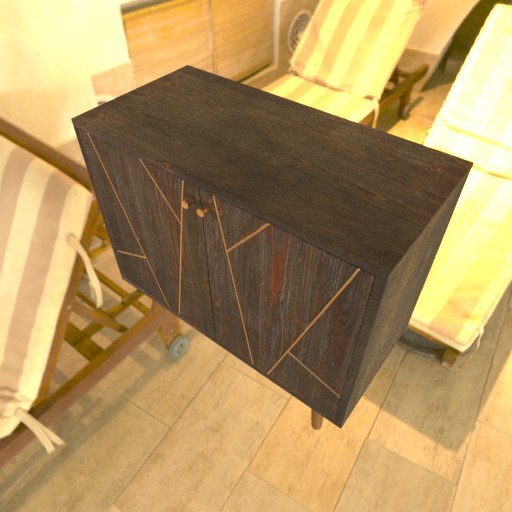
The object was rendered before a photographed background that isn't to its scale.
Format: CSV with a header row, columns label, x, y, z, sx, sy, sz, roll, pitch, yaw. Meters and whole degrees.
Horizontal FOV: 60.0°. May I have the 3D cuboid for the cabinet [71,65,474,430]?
label,x,y,z,sx,sy,sz,roll,pitch,yaw
cabinet,0.000,0.000,1.538,1.023,0.897,0.529,29,52,25
